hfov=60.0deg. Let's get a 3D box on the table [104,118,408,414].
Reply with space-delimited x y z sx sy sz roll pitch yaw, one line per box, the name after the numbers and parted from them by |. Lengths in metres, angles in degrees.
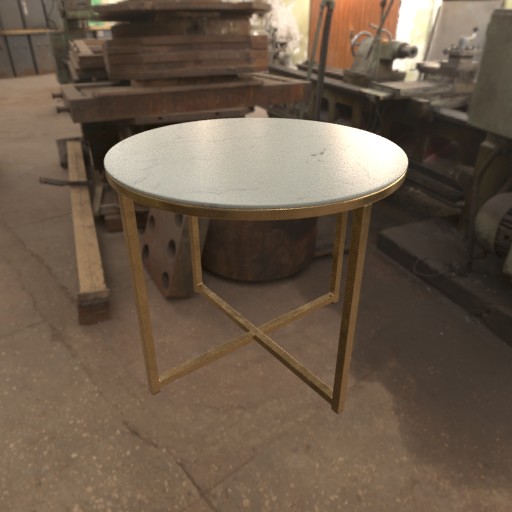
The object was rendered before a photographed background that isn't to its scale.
0.000 0.000 0.861 0.500 0.420 0.500 0 29 0 | table
